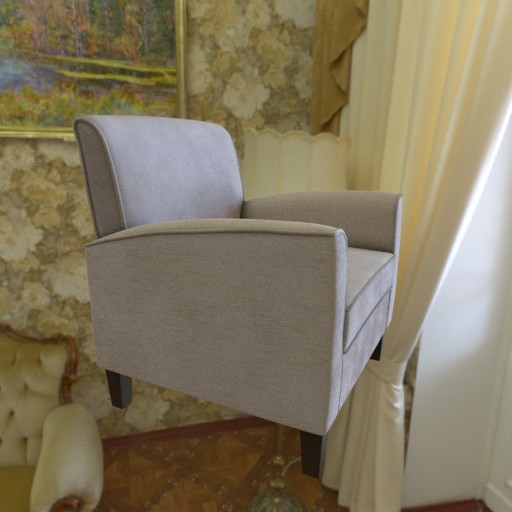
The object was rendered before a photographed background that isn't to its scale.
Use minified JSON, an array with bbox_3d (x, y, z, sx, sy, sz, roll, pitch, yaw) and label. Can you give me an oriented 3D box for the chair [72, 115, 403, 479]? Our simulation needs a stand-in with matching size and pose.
[{"bbox_3d":[0.000,0.000,1.501,0.821,0.915,0.820,7,16,26],"label":"chair"}]
